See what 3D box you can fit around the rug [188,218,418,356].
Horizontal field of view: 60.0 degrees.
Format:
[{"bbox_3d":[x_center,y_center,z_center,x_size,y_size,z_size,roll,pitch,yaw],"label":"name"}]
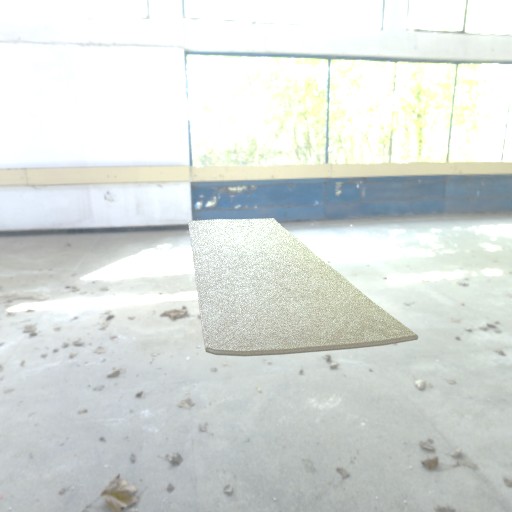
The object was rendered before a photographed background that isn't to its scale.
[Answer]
[{"bbox_3d":[0.000,0.000,2.666,0.752,0.051,2.452,-3,15,-9],"label":"rug"}]
